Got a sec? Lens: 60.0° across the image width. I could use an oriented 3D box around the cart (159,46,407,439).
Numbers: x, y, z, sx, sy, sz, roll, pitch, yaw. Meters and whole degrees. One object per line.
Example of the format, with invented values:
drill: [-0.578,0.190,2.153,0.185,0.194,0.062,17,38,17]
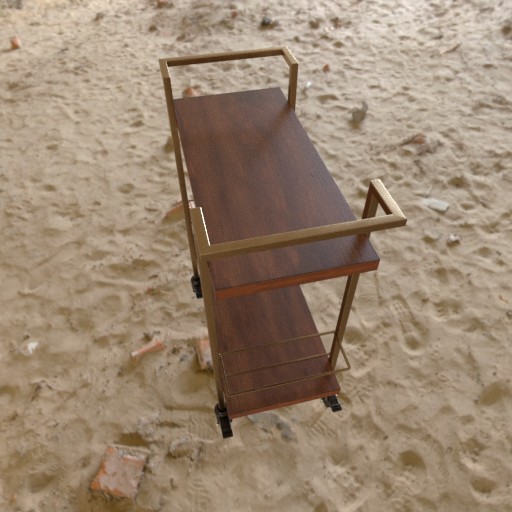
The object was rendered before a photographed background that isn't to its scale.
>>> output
cart: [0.000,0.000,1.196,0.364,0.807,0.695,-10,48,-9]
